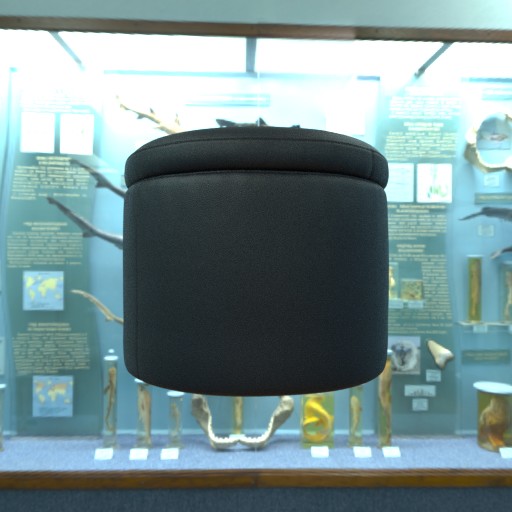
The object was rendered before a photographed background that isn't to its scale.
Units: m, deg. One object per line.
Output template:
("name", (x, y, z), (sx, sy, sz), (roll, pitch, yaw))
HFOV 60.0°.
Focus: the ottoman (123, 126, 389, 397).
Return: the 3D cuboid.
("ottoman", (0.000, 0.000, 0.872), (0.501, 0.409, 0.501), (0, 0, 0))
